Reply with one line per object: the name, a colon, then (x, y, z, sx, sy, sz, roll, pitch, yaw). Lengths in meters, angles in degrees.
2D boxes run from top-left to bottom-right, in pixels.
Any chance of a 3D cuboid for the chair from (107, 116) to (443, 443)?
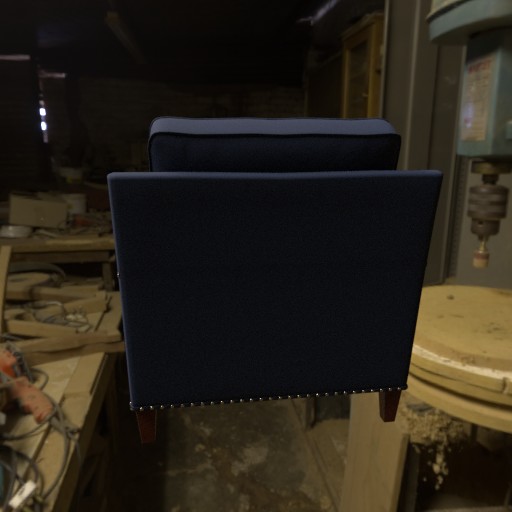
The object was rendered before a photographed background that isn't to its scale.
chair: (0.000, 0.000, 1.646, 0.853, 0.943, 1.014, -2, 14, -8)
